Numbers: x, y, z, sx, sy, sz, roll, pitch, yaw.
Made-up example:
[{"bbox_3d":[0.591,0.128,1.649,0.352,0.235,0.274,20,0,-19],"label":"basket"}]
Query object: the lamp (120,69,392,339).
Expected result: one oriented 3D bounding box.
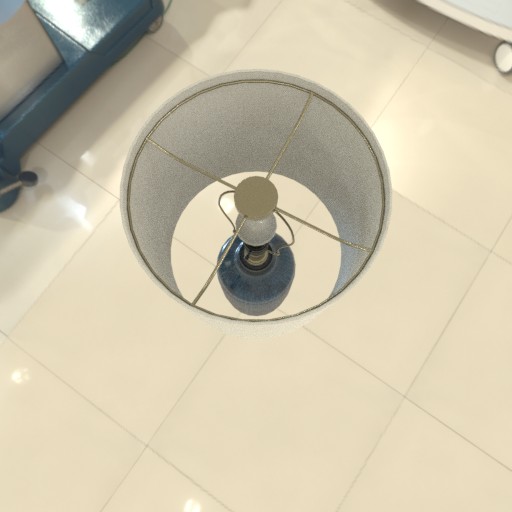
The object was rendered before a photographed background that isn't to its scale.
[{"bbox_3d":[0.000,0.000,0.589,0.220,0.475,0.220,41,80,9],"label":"lamp"}]
